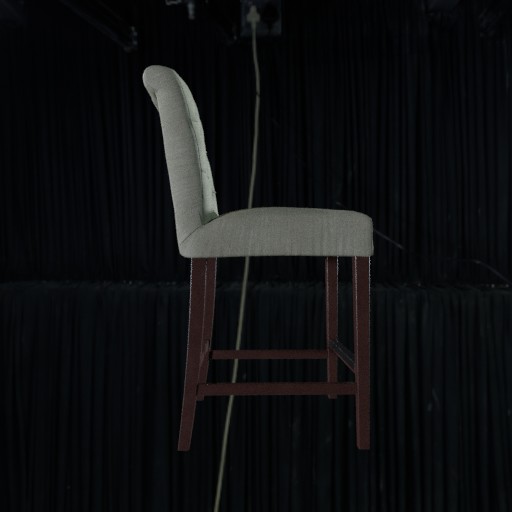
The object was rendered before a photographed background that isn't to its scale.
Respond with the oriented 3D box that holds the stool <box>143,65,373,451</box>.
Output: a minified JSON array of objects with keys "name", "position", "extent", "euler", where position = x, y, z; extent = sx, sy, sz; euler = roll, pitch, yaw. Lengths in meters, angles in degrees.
[{"name":"stool","position":[0.000,0.000,1.467],"extent":[0.660,1.084,0.486],"euler":[0,0,-1]}]
